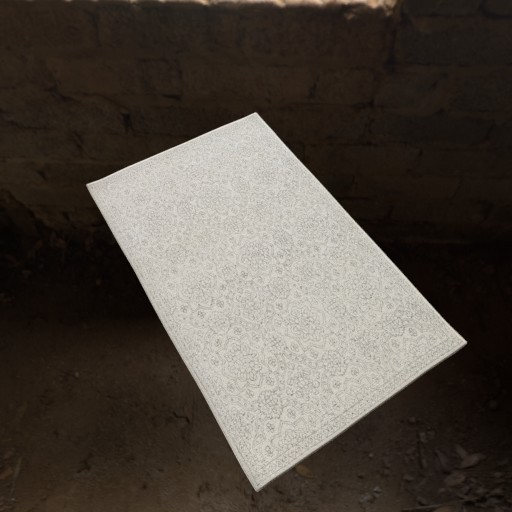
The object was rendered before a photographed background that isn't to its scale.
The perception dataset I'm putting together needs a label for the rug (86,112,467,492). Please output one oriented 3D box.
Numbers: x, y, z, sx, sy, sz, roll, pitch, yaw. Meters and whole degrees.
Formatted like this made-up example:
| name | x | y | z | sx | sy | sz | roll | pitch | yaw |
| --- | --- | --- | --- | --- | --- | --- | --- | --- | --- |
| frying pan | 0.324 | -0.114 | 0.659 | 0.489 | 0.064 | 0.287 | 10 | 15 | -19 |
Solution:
| name | x | y | z | sx | sy | sz | roll | pitch | yaw |
| --- | --- | --- | --- | --- | --- | --- | --- | --- | --- |
| rug | 0.000 | 0.000 | 2.420 | 1.214 | 0.023 | 1.947 | -28 | 63 | -16 |
